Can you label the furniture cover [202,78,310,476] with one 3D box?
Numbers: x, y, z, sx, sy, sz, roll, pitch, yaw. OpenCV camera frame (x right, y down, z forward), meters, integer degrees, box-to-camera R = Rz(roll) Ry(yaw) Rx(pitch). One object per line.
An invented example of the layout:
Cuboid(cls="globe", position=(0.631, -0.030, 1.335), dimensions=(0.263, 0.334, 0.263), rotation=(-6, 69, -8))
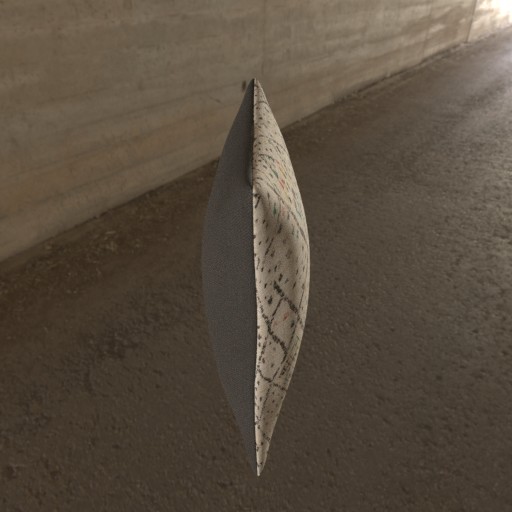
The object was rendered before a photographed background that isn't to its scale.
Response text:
Cuboid(cls="furniture cover", position=(0.000, 0.000, 0.784), dimensions=(0.180, 0.498, 0.525), rotation=(0, 32, 0))
